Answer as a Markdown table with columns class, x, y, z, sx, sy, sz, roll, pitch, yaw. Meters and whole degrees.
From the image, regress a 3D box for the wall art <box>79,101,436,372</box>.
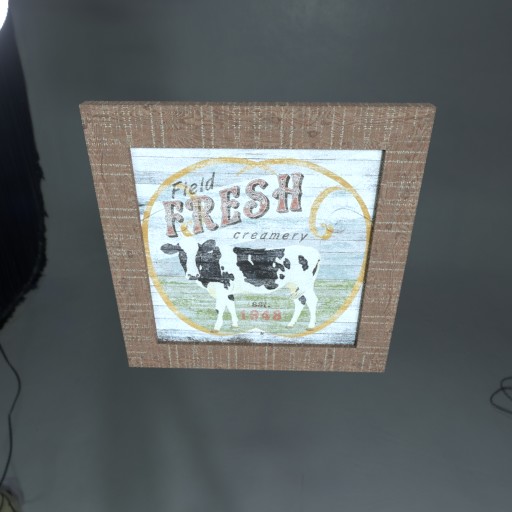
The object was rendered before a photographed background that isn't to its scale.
| class | x | y | z | sx | sy | sz | roll | pitch | yaw |
| --- | --- | --- | --- | --- | --- | --- | --- | --- | --- |
| wall art | 0.000 | 0.000 | 0.803 | 0.531 | 0.531 | 0.029 | 1 | 30 | 2 |
